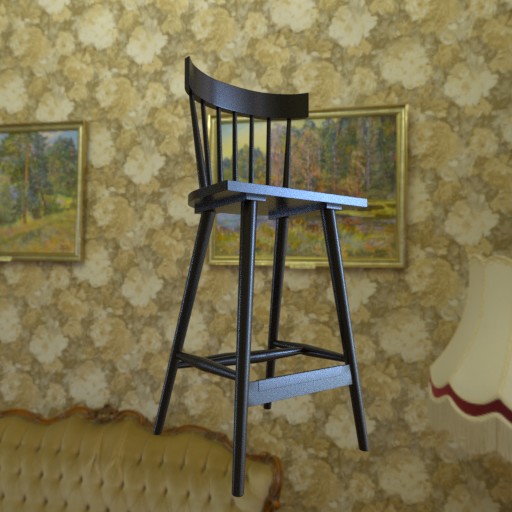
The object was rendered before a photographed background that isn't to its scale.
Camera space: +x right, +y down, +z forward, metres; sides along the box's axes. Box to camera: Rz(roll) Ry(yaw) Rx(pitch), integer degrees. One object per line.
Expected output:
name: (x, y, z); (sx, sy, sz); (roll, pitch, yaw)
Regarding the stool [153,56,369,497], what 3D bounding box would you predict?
stool: (0.000, 0.000, 1.322); (0.482, 1.092, 0.483); (1, -2, -35)
